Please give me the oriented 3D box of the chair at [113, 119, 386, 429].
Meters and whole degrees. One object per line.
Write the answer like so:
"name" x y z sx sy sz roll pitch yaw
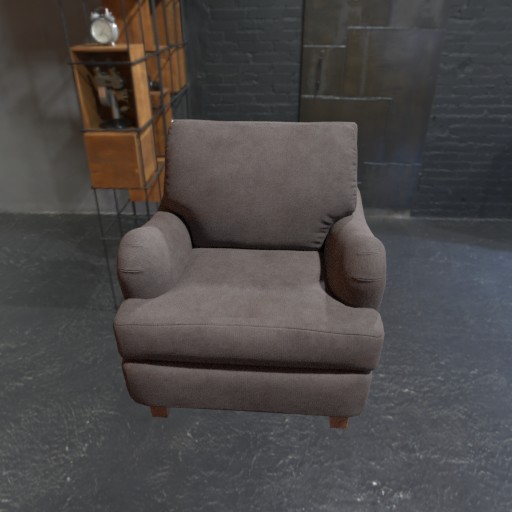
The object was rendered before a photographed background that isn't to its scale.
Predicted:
"chair" 0.000 0.000 1.882 0.955 0.997 1.070 2 29 4
